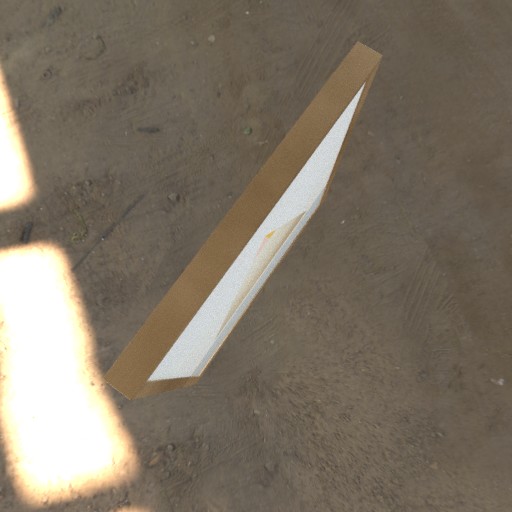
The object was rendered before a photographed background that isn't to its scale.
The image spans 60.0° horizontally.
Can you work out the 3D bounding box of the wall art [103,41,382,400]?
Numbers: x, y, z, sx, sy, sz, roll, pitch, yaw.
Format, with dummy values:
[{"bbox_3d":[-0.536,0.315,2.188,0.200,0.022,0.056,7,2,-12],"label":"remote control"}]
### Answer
[{"bbox_3d":[0.000,0.000,0.765,0.038,0.511,0.513,34,78,8],"label":"wall art"}]
